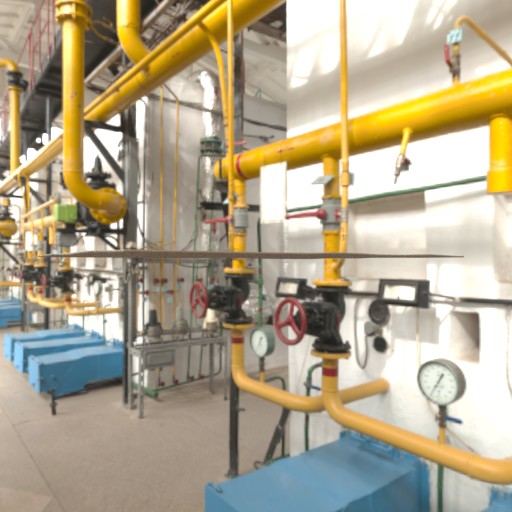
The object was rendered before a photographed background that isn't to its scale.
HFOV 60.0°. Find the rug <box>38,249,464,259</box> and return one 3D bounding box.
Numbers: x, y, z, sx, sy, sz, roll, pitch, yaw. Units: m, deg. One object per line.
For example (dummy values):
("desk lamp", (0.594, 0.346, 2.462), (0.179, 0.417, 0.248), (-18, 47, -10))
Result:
("rug", (0.000, 0.000, 2.282), (1.829, 0.013, 1.220), (1, -1, -37))
